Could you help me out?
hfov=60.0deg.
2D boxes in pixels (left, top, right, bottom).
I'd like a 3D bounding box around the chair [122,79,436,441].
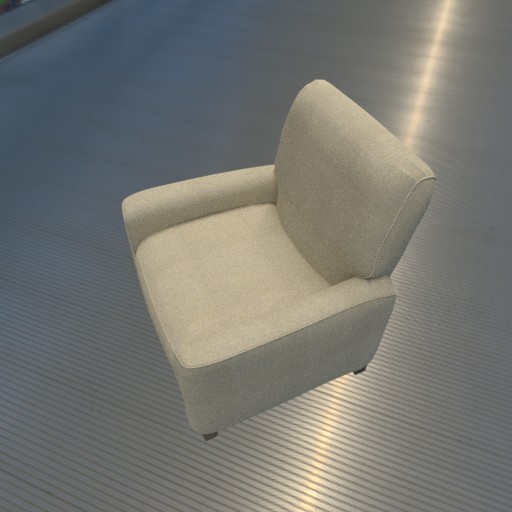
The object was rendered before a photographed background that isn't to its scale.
[{"bbox_3d":[0.000,0.000,1.649,0.853,1.006,0.850,-18,50,-16],"label":"chair"}]
